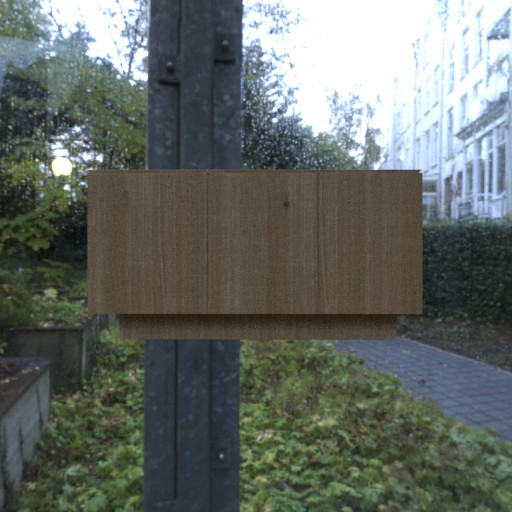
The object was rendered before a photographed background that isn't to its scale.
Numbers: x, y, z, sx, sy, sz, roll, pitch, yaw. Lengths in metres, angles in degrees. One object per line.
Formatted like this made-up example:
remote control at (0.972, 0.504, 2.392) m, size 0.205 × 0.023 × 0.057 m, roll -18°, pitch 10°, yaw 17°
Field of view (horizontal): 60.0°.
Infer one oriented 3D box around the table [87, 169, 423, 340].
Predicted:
table at (0.000, 0.000, 1.451) m, size 0.678 × 0.353 × 1.110 m, roll 0°, pitch 0°, yaw 0°
